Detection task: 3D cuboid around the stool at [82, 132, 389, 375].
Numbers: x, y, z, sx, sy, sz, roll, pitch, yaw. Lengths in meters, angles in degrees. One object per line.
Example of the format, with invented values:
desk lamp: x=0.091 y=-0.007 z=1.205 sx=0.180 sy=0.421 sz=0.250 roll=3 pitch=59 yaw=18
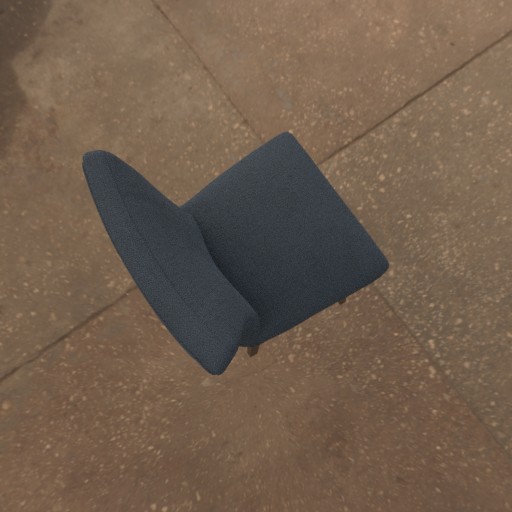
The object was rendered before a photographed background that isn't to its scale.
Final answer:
stool: x=0.000 y=0.000 z=1.324 sx=0.574 sy=1.000 sz=0.514 roll=-32 pitch=77 yaw=-8
